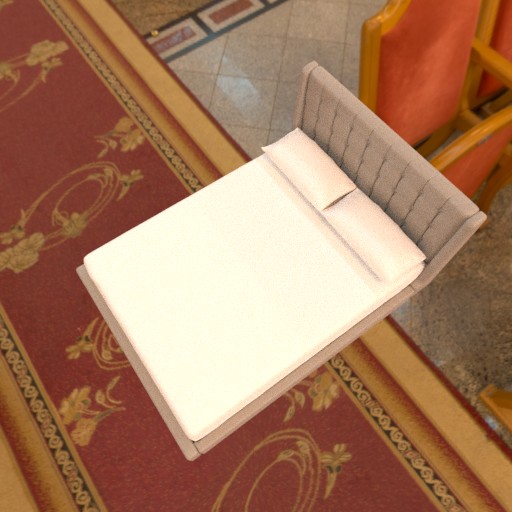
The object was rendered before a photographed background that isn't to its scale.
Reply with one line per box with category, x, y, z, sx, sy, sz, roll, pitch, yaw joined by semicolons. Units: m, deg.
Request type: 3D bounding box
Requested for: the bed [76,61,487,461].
bed;0.000;0.000;3.147;2.232;1.147;1.656;-33;68;-15
